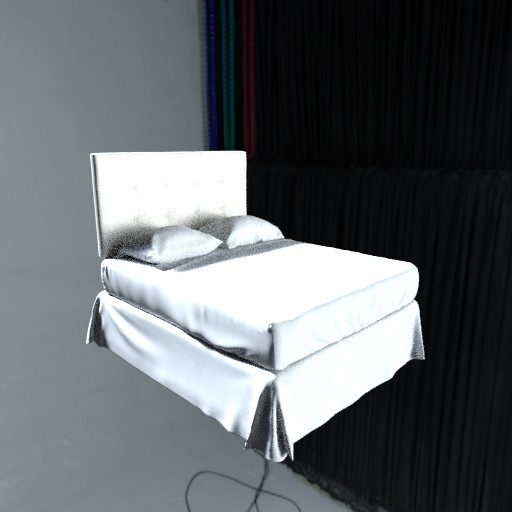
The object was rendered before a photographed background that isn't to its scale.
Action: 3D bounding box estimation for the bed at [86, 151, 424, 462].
[{"bbox_3d":[0.000,0.000,3.495,2.222,1.577,1.936,14,20,43],"label":"bed"}]
